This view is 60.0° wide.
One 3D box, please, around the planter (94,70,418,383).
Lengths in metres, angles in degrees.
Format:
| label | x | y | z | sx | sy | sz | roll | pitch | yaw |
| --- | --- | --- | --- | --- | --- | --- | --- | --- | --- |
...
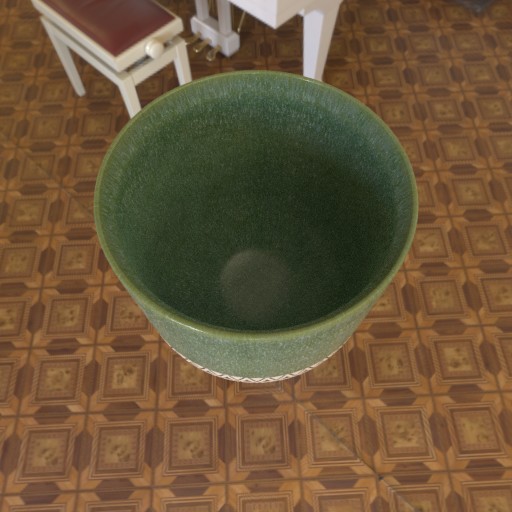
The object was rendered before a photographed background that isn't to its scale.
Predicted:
| label | x | y | z | sx | sy | sz | roll | pitch | yaw |
| --- | --- | --- | --- | --- | --- | --- | --- | --- | --- |
| planter | 0.000 | 0.000 | 0.486 | 0.266 | 0.270 | 0.266 | 0 | 63 | 0 |
